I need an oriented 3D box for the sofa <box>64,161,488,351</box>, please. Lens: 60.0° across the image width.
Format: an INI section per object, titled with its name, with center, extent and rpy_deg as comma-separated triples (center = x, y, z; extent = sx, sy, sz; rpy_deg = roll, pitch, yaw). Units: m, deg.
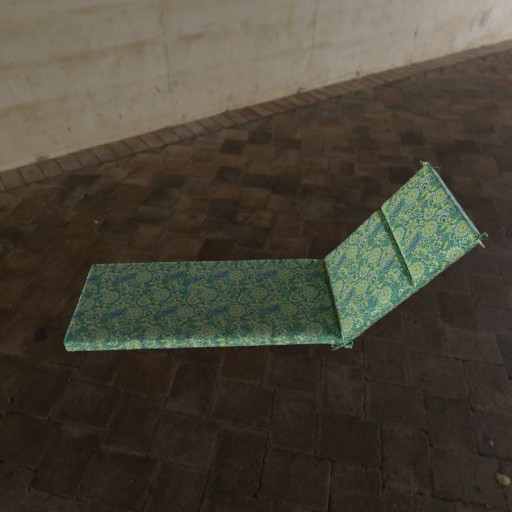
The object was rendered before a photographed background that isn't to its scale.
[sofa]
center = 0.000, 0.000, 1.936
extent = 1.663, 0.622, 0.582
rpy_deg = -1, 40, -2
